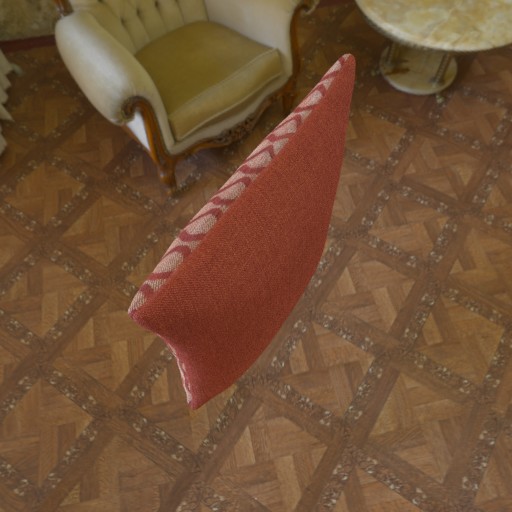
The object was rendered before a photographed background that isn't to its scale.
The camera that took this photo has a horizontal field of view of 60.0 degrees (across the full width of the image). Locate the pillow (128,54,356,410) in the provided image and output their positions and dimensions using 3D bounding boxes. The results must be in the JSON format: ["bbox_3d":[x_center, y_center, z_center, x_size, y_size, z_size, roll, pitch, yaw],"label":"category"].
[{"bbox_3d":[0.000,0.000,0.663,0.159,0.434,0.429,28,65,15],"label":"pillow"}]
